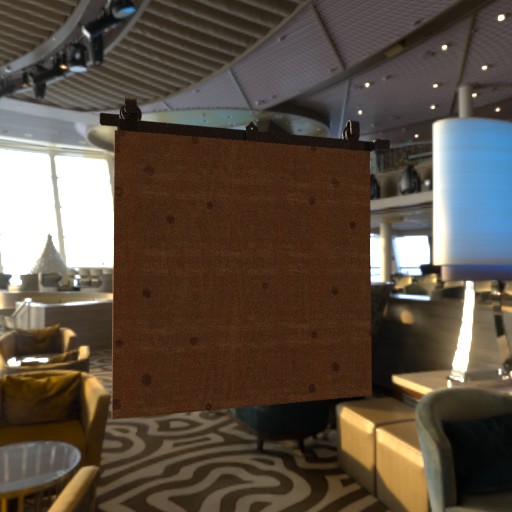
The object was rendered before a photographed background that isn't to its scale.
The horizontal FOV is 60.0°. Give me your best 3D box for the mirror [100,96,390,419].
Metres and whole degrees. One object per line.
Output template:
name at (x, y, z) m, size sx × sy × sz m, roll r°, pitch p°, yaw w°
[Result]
mirror at (0.000, 0.000, 1.203) m, size 0.805 × 0.800 × 0.054 m, roll 0°, pitch -2°, yaw -17°
